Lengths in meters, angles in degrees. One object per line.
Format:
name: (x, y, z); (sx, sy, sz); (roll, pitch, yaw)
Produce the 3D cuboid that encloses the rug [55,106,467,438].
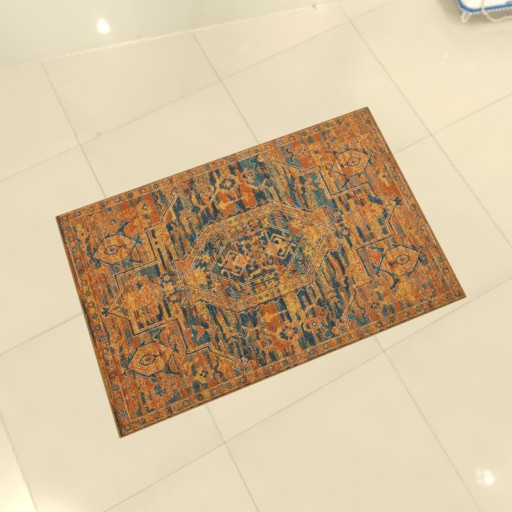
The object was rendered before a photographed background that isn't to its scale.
rug: (0.000, 0.000, 1.084); (0.863, 0.008, 0.557); (-21, 76, -5)
